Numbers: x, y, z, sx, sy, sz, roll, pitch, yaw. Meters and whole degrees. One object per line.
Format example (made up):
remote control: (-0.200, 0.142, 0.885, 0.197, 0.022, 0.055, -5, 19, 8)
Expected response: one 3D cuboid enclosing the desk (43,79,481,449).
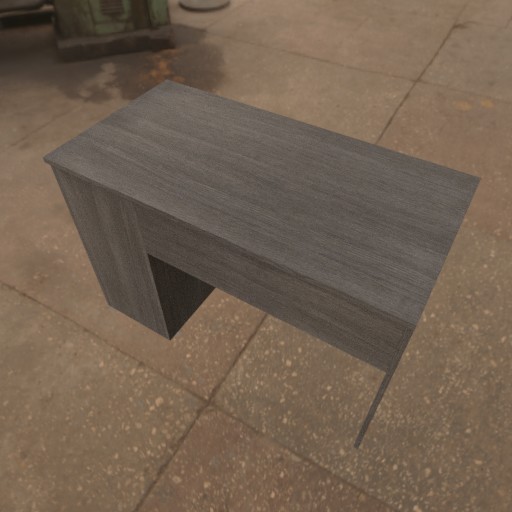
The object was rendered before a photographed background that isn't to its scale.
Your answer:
desk: (0.000, 0.000, 1.511, 1.097, 0.735, 0.560, 24, 52, 21)
